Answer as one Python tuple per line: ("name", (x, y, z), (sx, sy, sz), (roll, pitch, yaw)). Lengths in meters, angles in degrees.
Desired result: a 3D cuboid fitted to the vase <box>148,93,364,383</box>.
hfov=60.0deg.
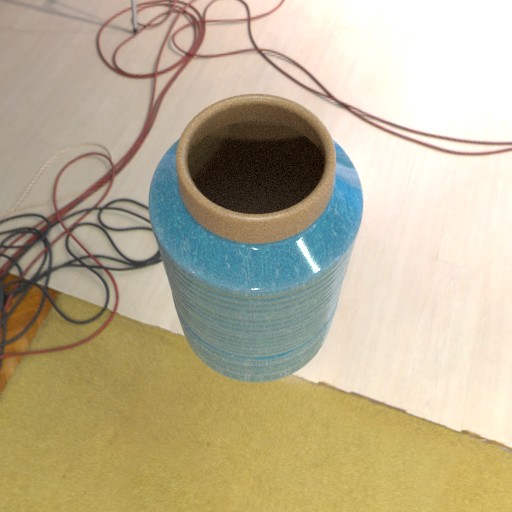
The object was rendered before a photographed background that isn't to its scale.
("vase", (0.000, 0.000, 0.368), (0.163, 0.267, 0.163), (0, 64, 0))
